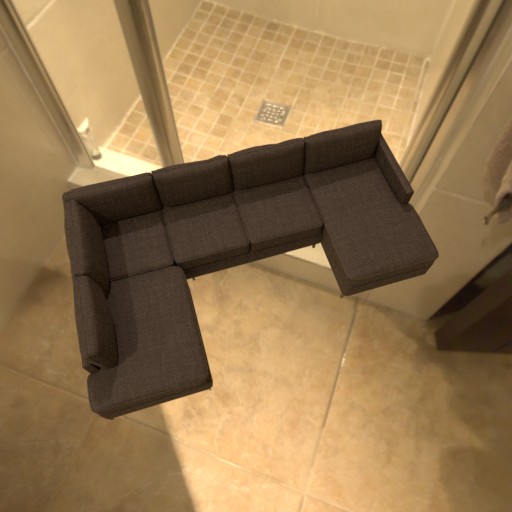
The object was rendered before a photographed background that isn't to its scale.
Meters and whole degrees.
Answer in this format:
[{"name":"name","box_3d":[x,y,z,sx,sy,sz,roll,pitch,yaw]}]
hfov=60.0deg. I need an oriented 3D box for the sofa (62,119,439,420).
[{"name":"sofa","box_3d":[0.000,0.000,4.306,3.423,0.999,2.048,-15,64,-8]}]
